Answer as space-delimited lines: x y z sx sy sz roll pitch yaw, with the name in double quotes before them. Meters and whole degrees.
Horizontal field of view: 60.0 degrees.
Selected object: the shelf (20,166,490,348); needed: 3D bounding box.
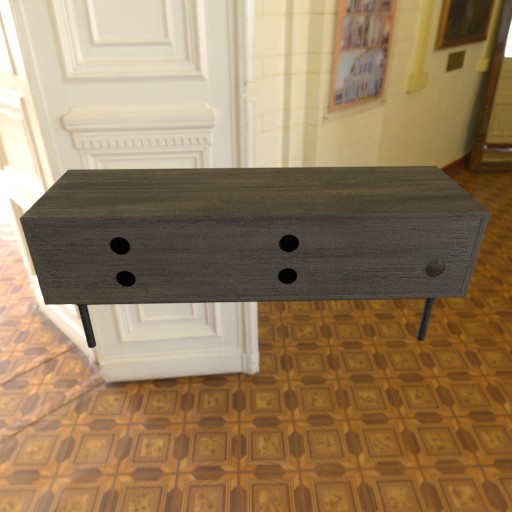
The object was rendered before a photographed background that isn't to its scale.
"shelf" 0.000 0.000 1.518 1.300 0.495 0.400 -1 30 -2
